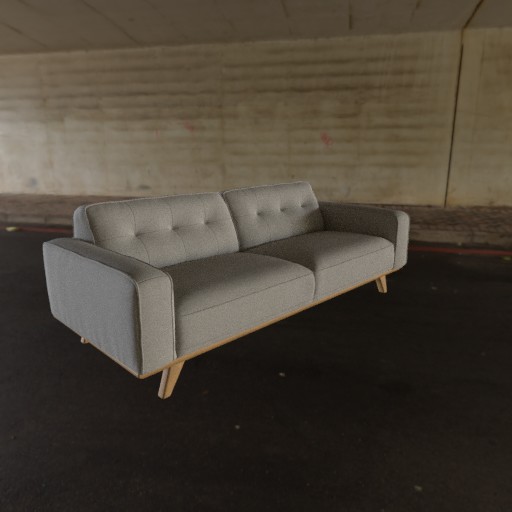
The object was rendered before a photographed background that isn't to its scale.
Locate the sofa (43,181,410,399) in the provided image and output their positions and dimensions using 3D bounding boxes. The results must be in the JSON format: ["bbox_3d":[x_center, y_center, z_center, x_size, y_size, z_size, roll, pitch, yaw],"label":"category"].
[{"bbox_3d":[0.000,0.000,2.789,0.956,0.781,2.270,14,21,43],"label":"sofa"}]
